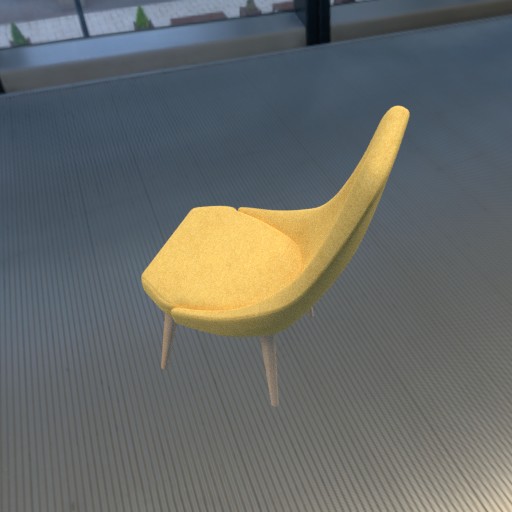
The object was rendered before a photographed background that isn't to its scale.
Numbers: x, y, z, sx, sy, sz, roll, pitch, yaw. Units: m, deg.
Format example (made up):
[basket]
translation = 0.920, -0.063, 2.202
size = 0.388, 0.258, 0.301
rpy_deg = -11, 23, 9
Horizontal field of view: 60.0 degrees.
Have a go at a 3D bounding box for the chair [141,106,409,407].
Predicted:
[chair]
translation = 0.000, 0.000, 1.385
size = 0.660, 1.040, 0.510
rpy_deg = 17, 50, 15
